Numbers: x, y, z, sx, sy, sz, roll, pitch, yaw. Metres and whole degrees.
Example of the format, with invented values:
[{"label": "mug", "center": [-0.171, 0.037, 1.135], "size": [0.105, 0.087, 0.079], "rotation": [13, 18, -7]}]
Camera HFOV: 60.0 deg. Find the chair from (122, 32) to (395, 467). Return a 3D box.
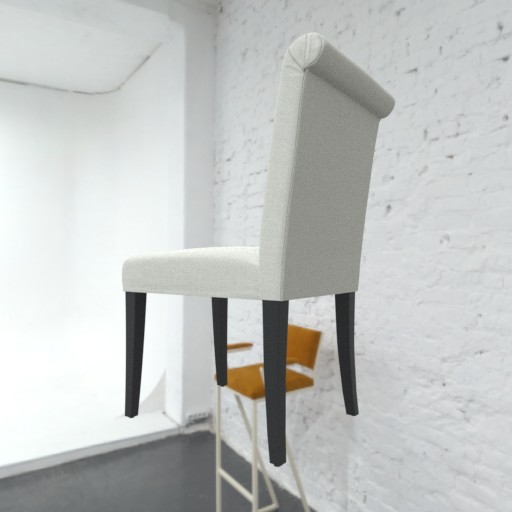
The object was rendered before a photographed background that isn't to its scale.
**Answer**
[{"label": "chair", "center": [0.000, 0.000, 1.331], "size": [0.708, 0.976, 0.452], "rotation": [-1, -1, 37]}]
